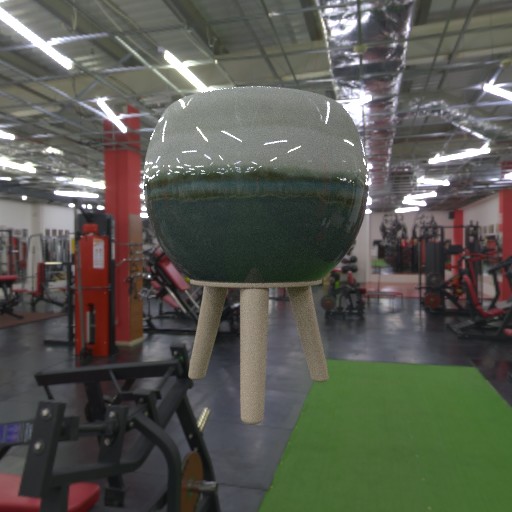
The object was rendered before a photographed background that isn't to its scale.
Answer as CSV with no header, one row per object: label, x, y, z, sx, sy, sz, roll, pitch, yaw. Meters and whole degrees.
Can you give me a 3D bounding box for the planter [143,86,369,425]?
planter,0.000,0.000,0.450,0.222,0.278,0.222,0,1,0
